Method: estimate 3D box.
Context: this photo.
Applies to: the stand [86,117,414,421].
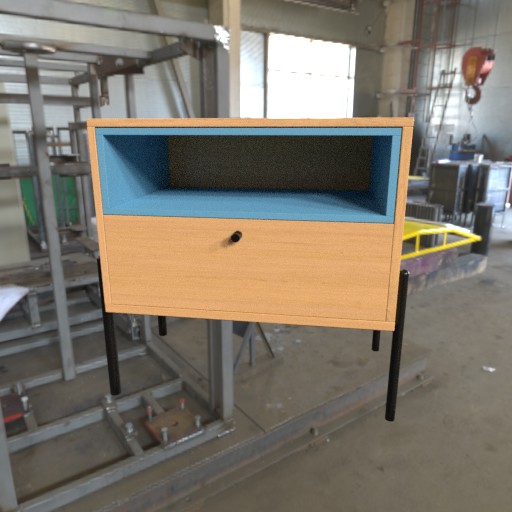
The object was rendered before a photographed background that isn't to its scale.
[{"bbox_3d":[0.000,0.000,1.023,0.630,0.600,0.400,3,16,9],"label":"stand"}]
